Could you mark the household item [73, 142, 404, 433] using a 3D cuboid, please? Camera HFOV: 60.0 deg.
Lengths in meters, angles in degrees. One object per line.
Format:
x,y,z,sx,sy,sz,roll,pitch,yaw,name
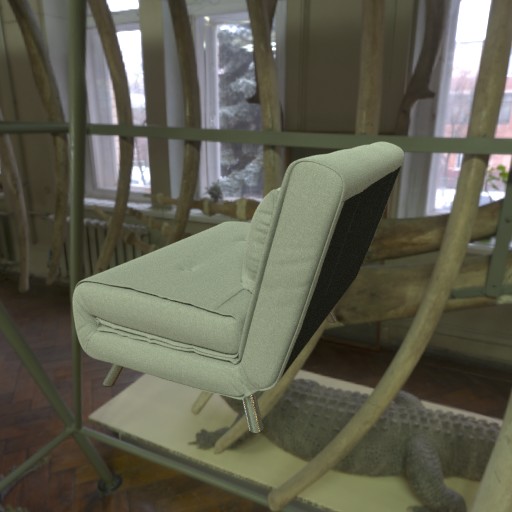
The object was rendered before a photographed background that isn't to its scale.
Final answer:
0.000,0.000,1.645,0.874,0.800,1.000,8,18,24,household item
